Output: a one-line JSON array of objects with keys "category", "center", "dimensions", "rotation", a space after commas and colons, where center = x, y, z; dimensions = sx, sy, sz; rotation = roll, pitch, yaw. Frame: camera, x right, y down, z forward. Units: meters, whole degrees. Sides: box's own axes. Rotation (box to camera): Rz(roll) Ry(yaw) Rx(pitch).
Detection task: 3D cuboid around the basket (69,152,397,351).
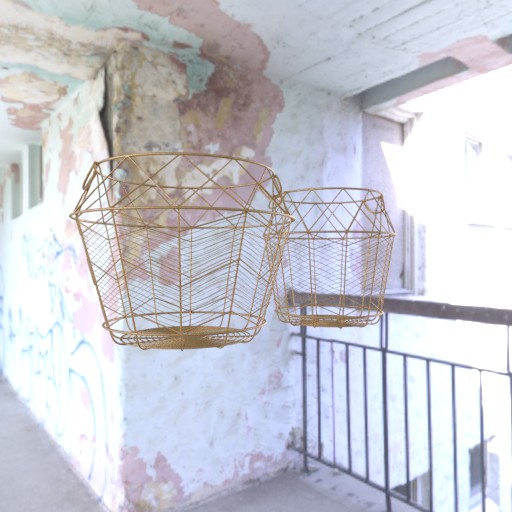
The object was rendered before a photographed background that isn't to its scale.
[{"category": "basket", "center": [0.000, 0.000, 1.024], "dimensions": [0.805, 0.343, 0.451], "rotation": [0, -1, -36]}]
